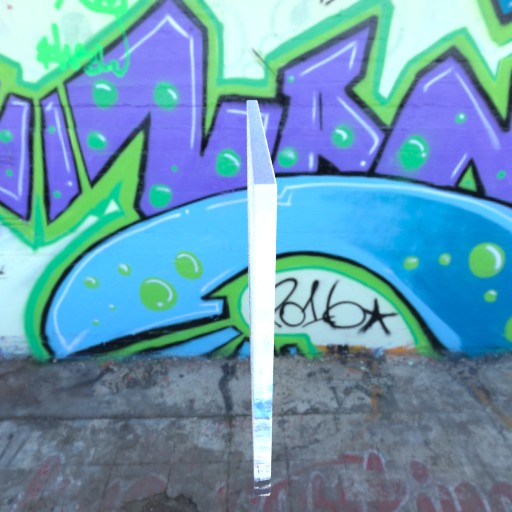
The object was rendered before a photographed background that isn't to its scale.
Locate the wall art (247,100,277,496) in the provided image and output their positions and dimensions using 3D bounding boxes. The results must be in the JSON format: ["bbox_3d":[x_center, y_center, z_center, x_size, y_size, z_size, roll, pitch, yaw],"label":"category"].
[{"bbox_3d":[0.000,0.000,1.329,0.038,0.762,1.016,-1,27,-1],"label":"wall art"}]
